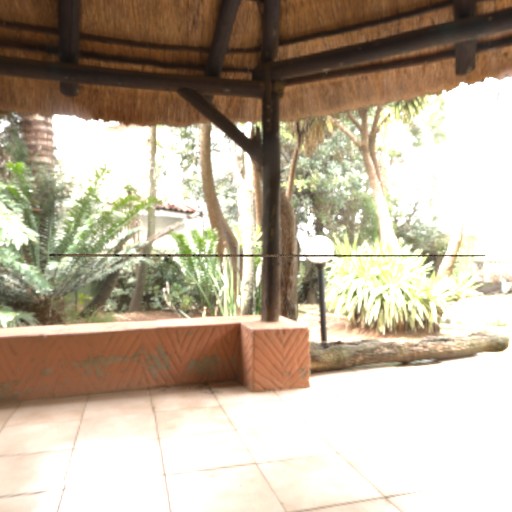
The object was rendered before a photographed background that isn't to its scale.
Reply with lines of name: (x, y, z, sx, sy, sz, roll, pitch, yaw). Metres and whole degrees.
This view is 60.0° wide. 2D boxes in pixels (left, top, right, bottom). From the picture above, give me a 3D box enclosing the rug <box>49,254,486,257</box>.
rug: (0.000, 0.000, 2.341, 1.828, 0.007, 1.220, 0, 0, -17)
